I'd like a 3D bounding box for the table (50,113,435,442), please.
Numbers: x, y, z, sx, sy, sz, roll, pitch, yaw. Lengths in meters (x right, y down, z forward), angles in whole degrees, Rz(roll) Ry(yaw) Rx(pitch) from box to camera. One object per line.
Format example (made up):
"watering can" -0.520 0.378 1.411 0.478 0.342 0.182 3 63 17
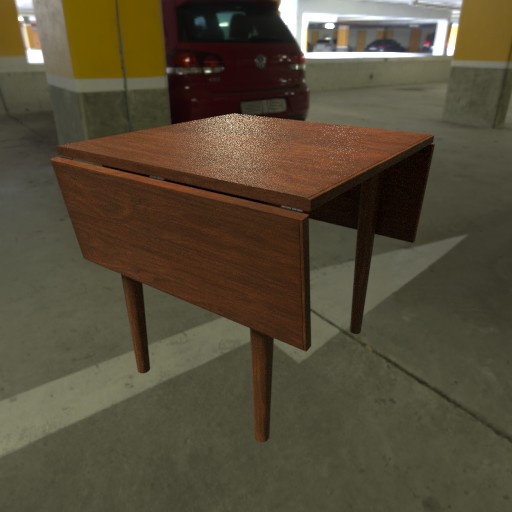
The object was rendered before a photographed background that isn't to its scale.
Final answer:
"table" 0.000 0.000 1.477 0.812 0.763 0.843 17 30 32
